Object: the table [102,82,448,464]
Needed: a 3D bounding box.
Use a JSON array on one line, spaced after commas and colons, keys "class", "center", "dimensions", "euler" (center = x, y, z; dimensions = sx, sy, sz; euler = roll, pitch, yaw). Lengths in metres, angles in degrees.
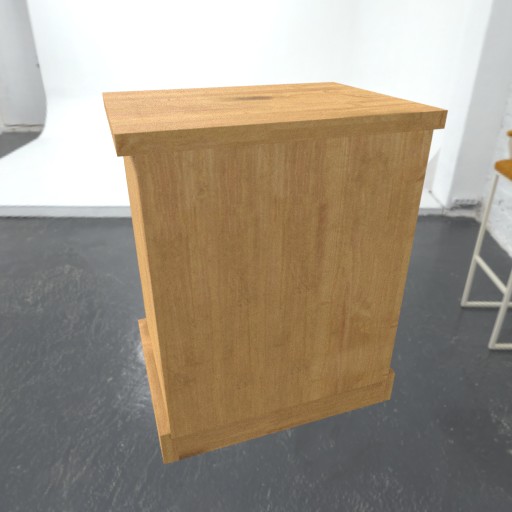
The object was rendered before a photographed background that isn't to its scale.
[{"class": "table", "center": [0.000, 0.000, 1.211], "dimensions": [0.660, 0.813, 0.500], "euler": [-9, 29, -17]}]
